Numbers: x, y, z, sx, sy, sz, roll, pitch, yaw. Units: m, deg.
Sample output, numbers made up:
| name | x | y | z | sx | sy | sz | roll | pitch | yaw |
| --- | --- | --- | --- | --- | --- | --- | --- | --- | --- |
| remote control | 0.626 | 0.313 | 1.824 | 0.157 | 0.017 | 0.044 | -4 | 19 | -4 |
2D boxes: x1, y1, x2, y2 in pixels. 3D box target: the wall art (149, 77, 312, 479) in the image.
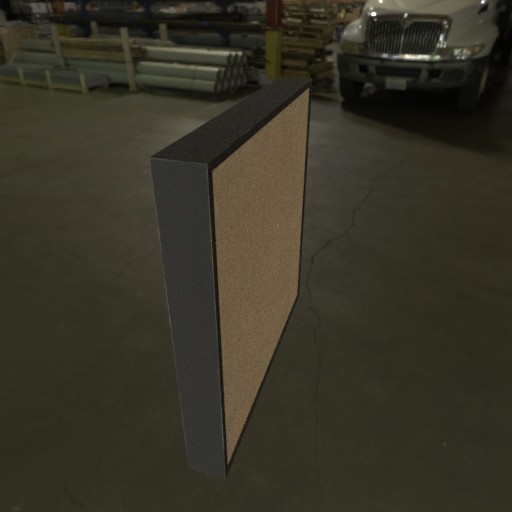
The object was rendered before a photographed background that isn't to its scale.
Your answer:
| name | x | y | z | sx | sy | sz | roll | pitch | yaw |
| --- | --- | --- | --- | --- | --- | --- | --- | --- | --- |
| wall art | 0.000 | 0.000 | 0.464 | 0.038 | 0.305 | 0.305 | 9 | 32 | 15 |
